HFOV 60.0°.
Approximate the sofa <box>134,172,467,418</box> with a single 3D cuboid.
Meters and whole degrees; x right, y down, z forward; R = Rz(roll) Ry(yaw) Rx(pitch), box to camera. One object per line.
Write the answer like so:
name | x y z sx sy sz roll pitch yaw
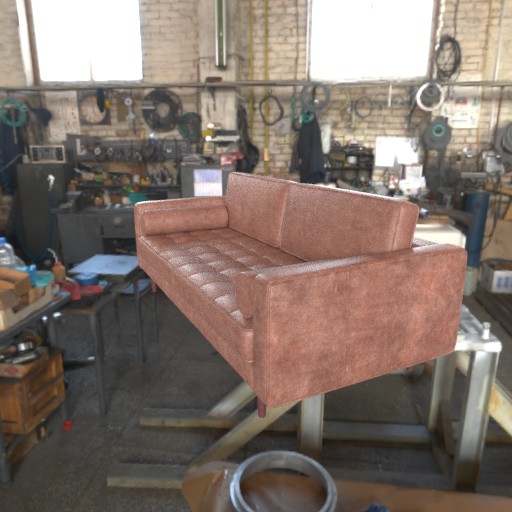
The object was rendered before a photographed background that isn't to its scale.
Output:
sofa | 0.000 0.000 2.346 0.910 0.760 1.870 -8 17 -26
